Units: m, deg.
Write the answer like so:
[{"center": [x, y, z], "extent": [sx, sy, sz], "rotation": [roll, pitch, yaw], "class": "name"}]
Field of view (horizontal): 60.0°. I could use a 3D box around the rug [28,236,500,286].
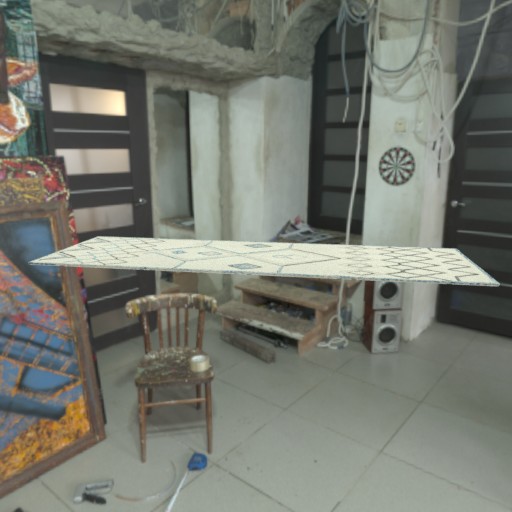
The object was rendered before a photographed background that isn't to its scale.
[{"center": [0.000, 0.000, 2.626], "extent": [2.434, 0.013, 0.770], "rotation": [2, 14, 9], "class": "rug"}]
